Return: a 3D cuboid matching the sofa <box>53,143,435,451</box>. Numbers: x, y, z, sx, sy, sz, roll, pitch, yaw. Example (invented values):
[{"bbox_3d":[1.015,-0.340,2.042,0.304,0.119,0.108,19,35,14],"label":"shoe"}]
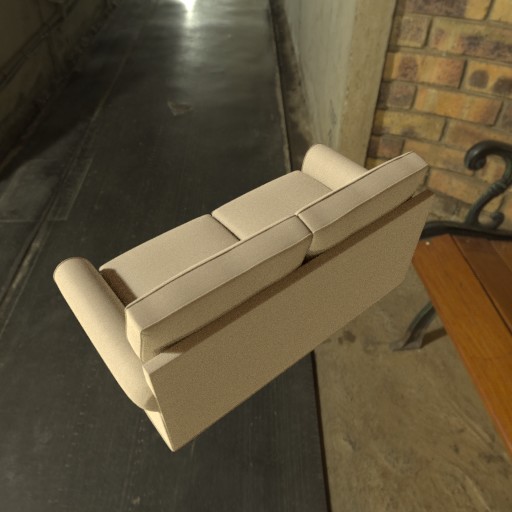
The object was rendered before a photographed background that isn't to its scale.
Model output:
[{"bbox_3d":[0.000,0.000,2.290,1.774,0.933,0.861,-30,53,-26],"label":"sofa"}]
